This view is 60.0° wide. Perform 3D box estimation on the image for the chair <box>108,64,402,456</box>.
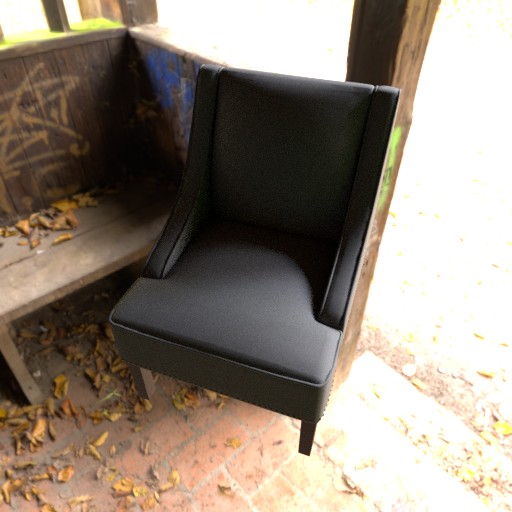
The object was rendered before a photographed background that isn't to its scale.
[{"bbox_3d":[0.000,0.000,1.362,0.631,0.867,0.747,13,43,15],"label":"chair"}]
